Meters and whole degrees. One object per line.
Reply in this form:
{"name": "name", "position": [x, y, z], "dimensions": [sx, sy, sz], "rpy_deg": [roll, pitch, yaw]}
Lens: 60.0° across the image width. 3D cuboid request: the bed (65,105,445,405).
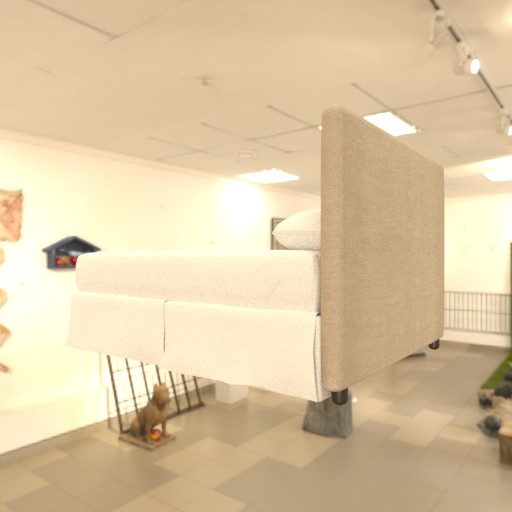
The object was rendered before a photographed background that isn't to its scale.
{"name": "bed", "position": [0.000, 0.000, 3.165], "dimensions": [2.162, 1.330, 1.713], "rpy_deg": [0, 0, 37]}
